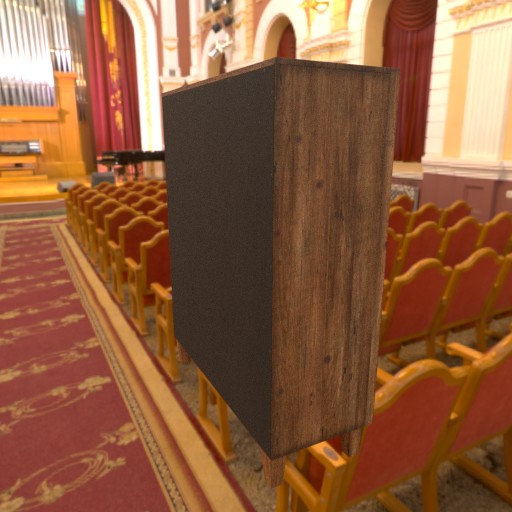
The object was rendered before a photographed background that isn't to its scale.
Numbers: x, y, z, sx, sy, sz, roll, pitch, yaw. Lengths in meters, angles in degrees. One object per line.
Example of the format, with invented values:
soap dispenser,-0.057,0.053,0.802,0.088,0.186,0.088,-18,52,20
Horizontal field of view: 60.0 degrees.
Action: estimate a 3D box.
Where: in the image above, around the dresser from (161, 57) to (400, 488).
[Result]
dresser,0.000,0.000,1.864,0.438,1.359,1.067,-8,17,-26
